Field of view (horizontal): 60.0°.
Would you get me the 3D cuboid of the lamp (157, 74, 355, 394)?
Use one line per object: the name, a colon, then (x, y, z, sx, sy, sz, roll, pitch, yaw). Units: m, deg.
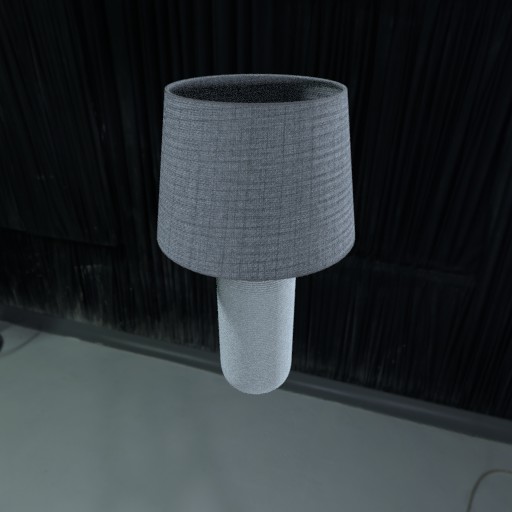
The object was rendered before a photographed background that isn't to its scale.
lamp: (0.000, 0.000, 0.594, 0.251, 0.429, 0.251, 0, 29, 0)
